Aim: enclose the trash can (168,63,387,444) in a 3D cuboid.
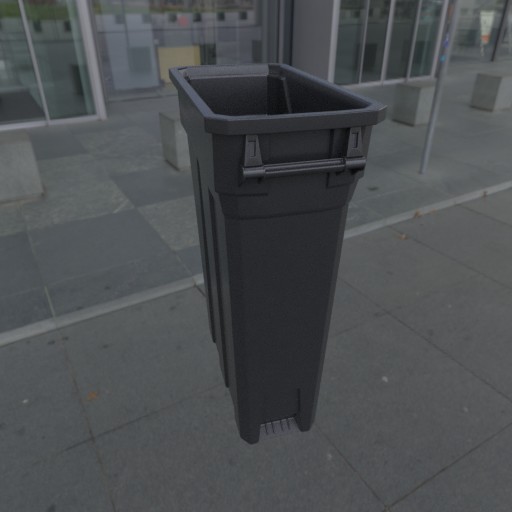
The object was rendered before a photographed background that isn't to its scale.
[{"bbox_3d":[0.000,0.000,1.034,0.281,0.762,0.559,-8,31,-13],"label":"trash can"}]
